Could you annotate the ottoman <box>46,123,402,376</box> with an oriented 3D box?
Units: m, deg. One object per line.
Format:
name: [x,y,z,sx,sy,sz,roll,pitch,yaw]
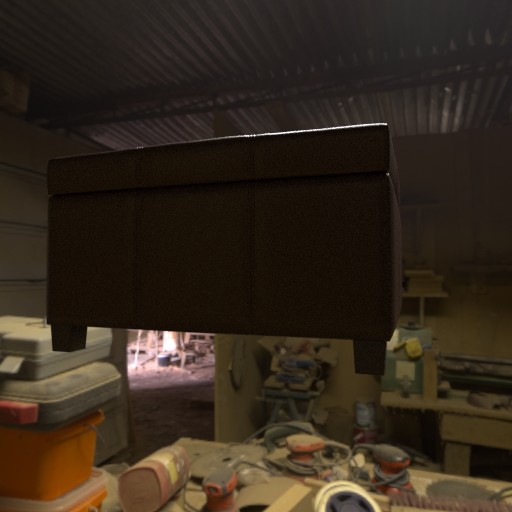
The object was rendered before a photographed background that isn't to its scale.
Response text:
ottoman: [0.000,0.000,1.267,0.787,0.460,0.788,-1,-2,19]
